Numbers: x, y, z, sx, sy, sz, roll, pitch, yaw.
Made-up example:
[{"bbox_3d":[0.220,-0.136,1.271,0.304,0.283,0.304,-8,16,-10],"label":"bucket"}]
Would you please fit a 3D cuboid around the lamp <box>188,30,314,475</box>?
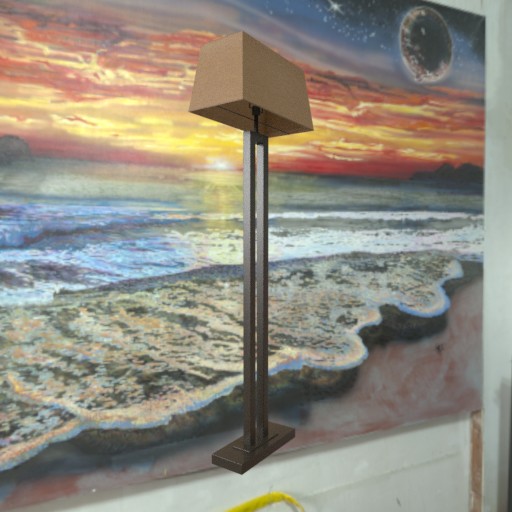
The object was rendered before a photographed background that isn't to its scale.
[{"bbox_3d":[0.000,0.000,1.659,0.233,1.469,0.475,1,2,35],"label":"lamp"}]
